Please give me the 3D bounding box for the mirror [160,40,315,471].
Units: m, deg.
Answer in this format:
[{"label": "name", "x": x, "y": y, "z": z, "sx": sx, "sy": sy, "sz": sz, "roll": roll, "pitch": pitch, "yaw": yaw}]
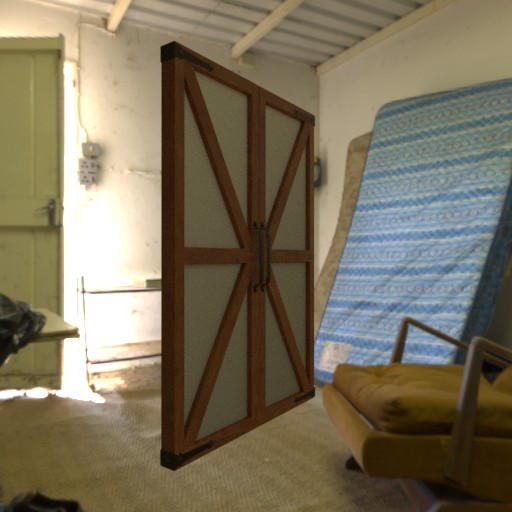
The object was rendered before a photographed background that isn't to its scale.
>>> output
[{"label": "mirror", "x": 0.000, "y": 0.000, "z": 0.993, "sx": 0.053, "sy": 0.761, "sz": 0.517, "roll": 0, "pitch": 0, "yaw": 36}]
